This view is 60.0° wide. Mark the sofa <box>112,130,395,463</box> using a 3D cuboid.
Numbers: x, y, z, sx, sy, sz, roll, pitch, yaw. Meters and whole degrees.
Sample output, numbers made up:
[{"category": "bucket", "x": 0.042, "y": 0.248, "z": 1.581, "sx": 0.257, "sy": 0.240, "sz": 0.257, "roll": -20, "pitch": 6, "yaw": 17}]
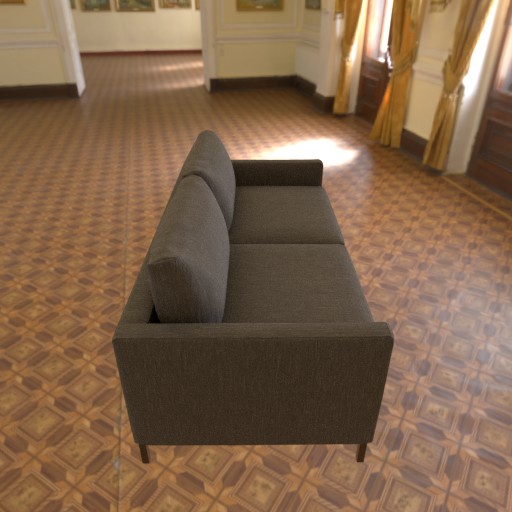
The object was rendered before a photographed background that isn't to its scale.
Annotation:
[{"category": "sofa", "x": 0.000, "y": 0.000, "z": 2.121, "sx": 0.875, "sy": 0.840, "sz": 1.682, "roll": 0, "pitch": 31, "yaw": 0}]
